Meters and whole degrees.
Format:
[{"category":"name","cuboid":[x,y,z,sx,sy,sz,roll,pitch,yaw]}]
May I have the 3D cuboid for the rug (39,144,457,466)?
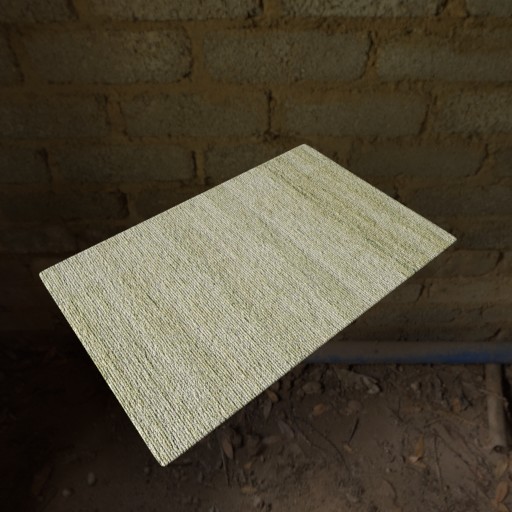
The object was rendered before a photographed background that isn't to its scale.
[{"category":"rug","cuboid":[0.000,0.000,2.197,1.758,0.010,1.143,-31,54,-26]}]
